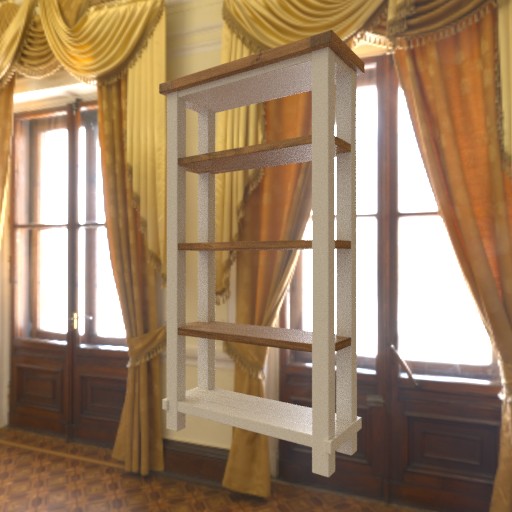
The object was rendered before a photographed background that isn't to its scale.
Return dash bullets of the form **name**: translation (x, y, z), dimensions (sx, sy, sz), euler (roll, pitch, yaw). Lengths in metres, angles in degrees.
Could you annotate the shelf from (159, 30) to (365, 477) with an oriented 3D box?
- **shelf**: translation (0.000, 0.000, 2.281), dimensions (1.022, 1.878, 0.381), euler (0, 0, 34)
